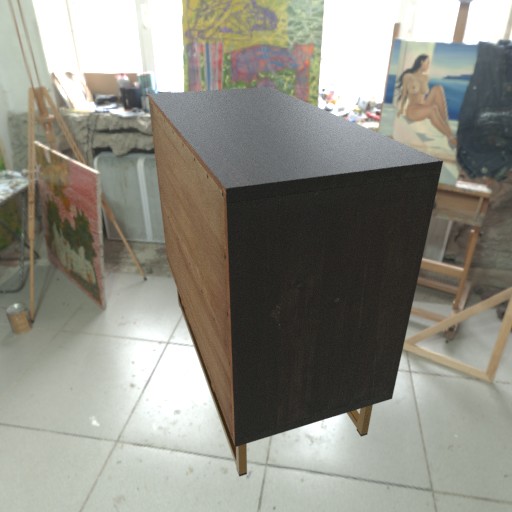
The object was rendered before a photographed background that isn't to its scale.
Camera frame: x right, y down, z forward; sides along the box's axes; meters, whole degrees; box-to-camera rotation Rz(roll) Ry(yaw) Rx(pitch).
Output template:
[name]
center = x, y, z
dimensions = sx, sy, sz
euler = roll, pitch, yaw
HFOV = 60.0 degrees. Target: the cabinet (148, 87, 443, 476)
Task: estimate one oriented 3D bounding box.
[cabinet]
center = 0.000, 0.000, 1.417
dimensions = 0.451, 0.860, 0.950
euler = -10, 31, -17
